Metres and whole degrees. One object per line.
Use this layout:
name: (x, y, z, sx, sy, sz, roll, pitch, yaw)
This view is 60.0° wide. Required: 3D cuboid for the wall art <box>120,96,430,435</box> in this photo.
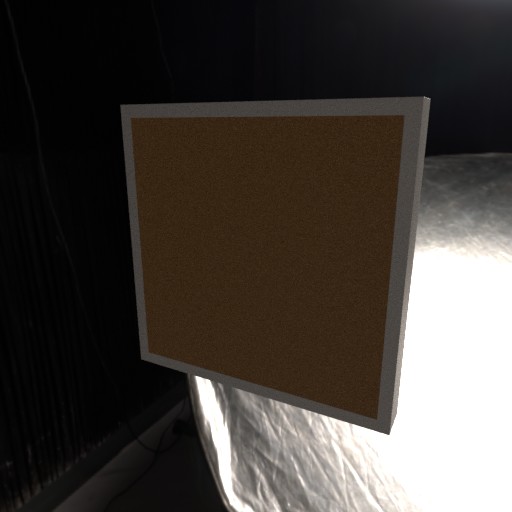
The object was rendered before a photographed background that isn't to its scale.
wall art: (0.000, 0.000, 0.460, 0.305, 0.302, 0.038, 9, 18, 27)
